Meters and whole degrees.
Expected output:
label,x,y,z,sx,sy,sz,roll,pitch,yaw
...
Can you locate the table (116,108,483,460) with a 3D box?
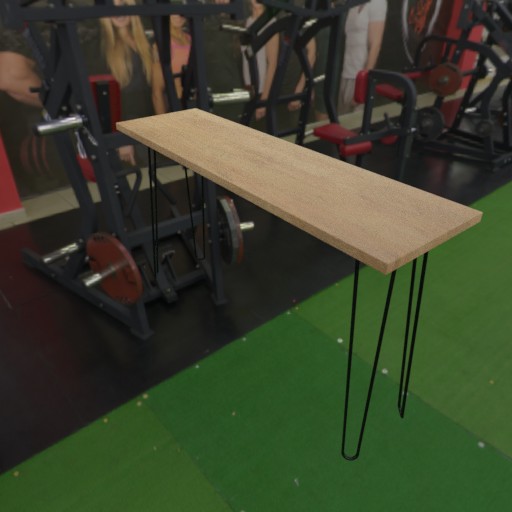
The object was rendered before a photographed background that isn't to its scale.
label,x,y,z,sx,sy,sz,roll,pitch,yaw
table,0.000,0.000,1.725,0.399,0.799,1.400,-23,39,-32
